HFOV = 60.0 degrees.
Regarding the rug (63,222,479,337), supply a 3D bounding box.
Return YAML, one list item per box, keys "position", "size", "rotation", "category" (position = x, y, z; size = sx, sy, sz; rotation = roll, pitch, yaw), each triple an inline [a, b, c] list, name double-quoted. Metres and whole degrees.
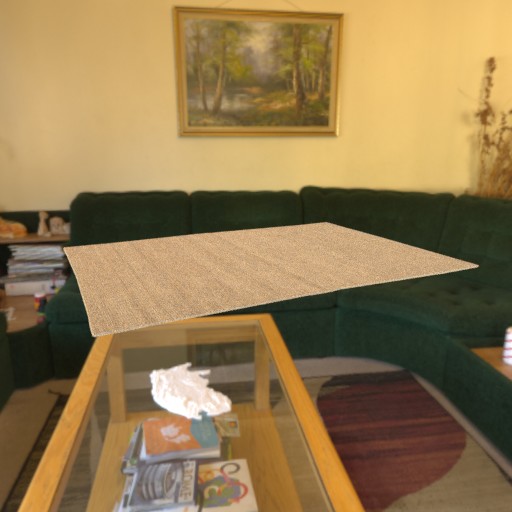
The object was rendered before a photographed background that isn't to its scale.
- position: [0.000, 0.000, 2.936]
  size: [2.264, 0.030, 1.624]
  rotation: [-7, 16, -25]
  category: "rug"
